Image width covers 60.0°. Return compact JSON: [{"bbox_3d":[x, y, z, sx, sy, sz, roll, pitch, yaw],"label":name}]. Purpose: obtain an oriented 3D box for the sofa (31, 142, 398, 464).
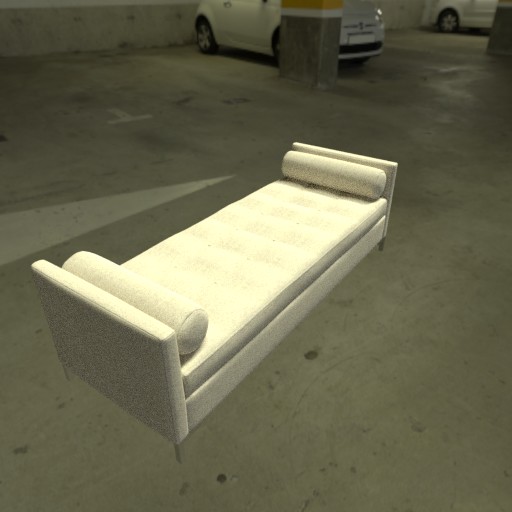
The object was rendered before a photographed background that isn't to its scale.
[{"bbox_3d":[0.000,0.000,2.484,0.797,0.655,2.102,21,37,30],"label":"sofa"}]
